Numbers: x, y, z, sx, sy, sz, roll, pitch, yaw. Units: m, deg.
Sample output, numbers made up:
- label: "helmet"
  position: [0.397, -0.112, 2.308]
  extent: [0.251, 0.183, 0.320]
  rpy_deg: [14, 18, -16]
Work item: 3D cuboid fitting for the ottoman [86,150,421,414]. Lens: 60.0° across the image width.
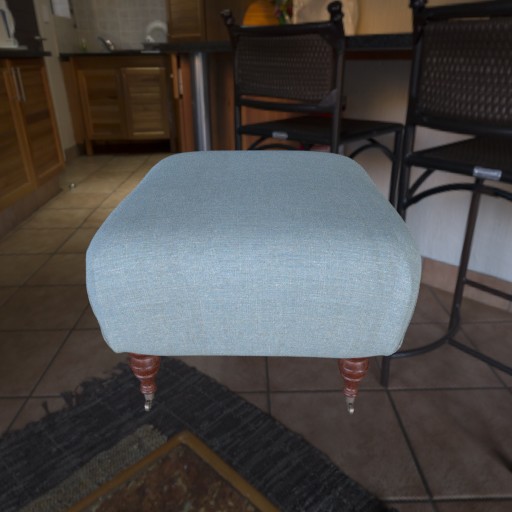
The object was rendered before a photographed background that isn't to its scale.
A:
- label: "ottoman"
  position: [0.000, 0.000, 1.133]
  extent: [0.622, 0.450, 0.747]
  rpy_deg: [1, 25, 1]
